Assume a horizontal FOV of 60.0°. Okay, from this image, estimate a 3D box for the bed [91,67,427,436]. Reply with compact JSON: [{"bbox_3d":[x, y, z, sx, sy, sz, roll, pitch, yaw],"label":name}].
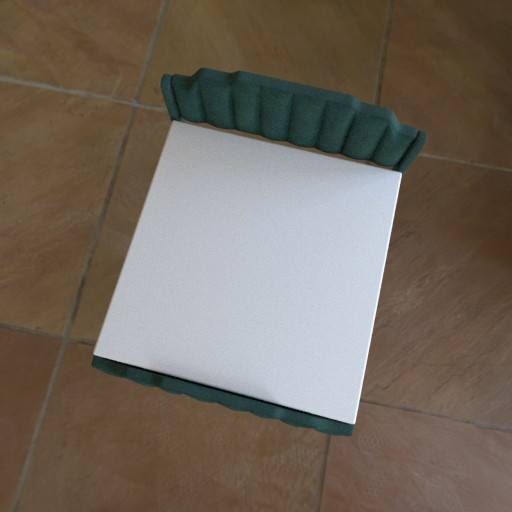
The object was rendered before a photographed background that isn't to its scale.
[{"bbox_3d":[0.000,0.000,3.490,2.074,1.245,2.340,14,76,4],"label":"bed"}]
